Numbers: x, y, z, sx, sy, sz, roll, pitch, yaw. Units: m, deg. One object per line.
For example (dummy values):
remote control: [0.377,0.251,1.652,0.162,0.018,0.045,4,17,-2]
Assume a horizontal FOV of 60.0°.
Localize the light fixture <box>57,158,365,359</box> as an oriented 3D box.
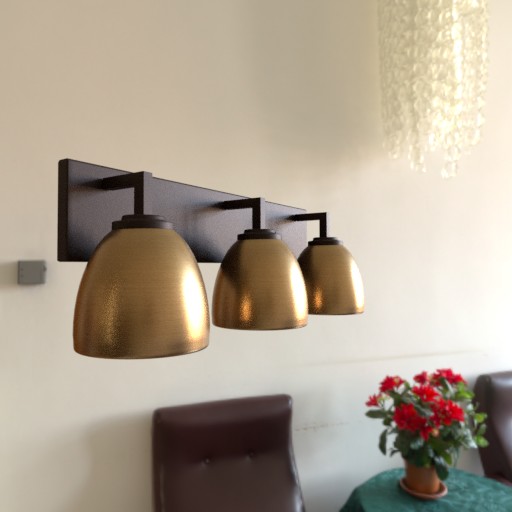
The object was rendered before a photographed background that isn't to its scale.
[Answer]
light fixture: [0.000,0.000,0.664,0.157,0.204,0.582,-1,-2,35]
